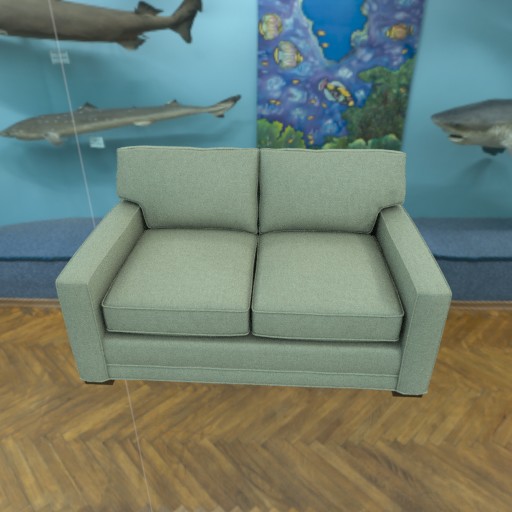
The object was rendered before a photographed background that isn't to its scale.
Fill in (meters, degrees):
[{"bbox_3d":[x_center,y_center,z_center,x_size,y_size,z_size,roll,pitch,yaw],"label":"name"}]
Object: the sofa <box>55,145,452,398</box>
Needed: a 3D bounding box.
[{"bbox_3d":[0.000,0.000,2.085,1.484,0.853,0.940,2,30,3],"label":"sofa"}]
